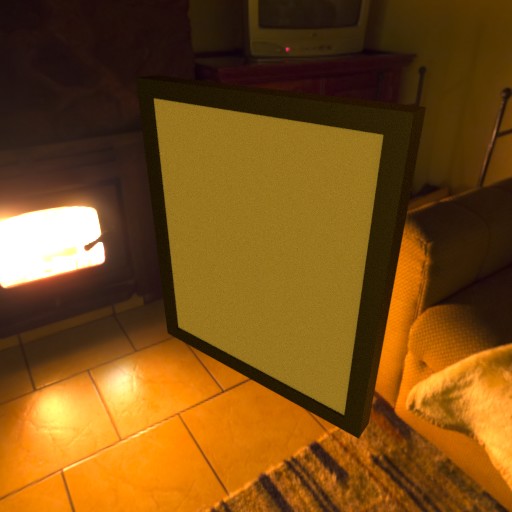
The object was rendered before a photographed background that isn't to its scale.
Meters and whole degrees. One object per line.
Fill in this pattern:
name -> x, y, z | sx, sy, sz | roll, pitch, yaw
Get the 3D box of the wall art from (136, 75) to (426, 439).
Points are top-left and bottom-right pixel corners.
wall art -> 0.000, 0.000, 0.536 | 0.330, 0.381, 0.029 | 20, 35, 31
